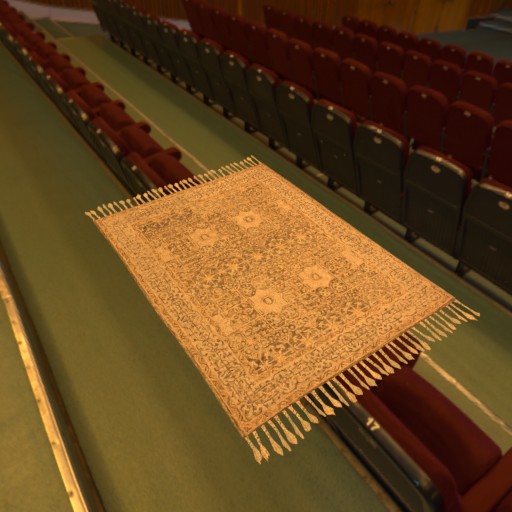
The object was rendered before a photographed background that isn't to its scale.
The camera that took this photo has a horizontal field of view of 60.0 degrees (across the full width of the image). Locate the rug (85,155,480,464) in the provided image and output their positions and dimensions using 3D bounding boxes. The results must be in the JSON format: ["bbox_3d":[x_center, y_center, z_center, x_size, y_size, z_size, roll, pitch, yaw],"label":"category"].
[{"bbox_3d":[0.000,0.000,3.080,1.619,0.023,2.465,-24,46,-26],"label":"rug"}]
